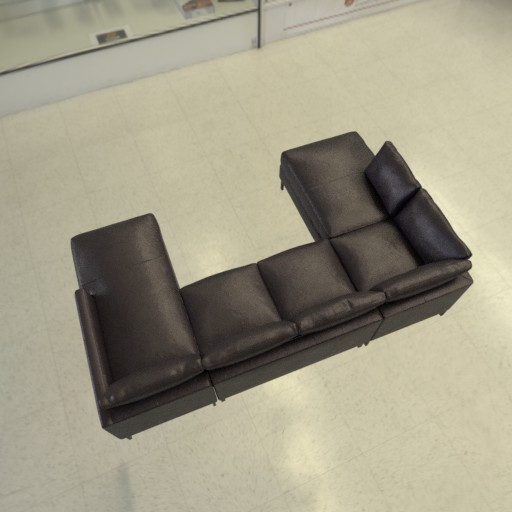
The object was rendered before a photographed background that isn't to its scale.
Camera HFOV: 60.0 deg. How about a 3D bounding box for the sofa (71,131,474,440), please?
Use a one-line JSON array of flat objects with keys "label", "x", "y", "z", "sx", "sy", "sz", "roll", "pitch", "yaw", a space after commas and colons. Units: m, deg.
[{"label": "sofa", "x": 0.000, "y": 0.000, "z": 3.796, "sx": 2.956, "sy": 0.900, "sz": 1.939, "roll": -19, "pitch": 61, "yaw": -11}]
